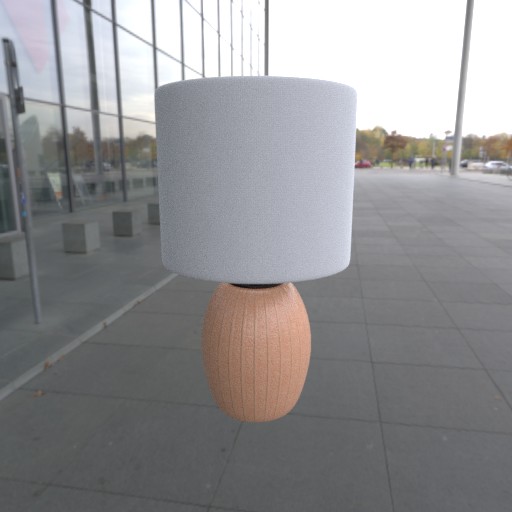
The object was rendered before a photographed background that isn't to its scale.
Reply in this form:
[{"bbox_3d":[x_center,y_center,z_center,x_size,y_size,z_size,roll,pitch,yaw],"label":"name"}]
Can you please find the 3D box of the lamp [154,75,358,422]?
[{"bbox_3d":[0.000,0.000,0.790,0.329,0.570,0.329,0,12,0],"label":"lamp"}]
